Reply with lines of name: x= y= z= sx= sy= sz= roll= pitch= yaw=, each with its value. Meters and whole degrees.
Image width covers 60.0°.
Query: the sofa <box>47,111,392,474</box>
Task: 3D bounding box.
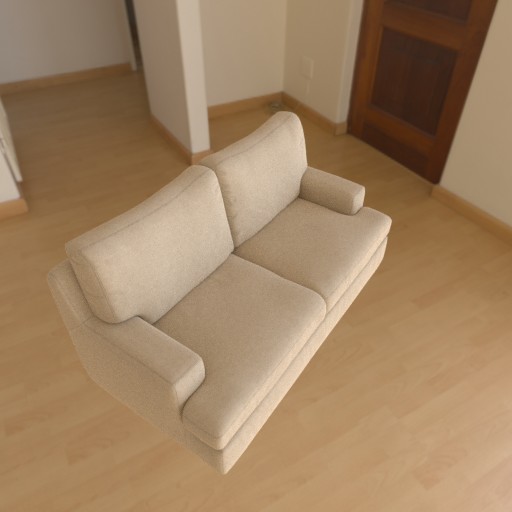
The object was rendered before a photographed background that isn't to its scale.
sofa: x=0.000 y=0.000 z=2.484 sx=0.962 sy=0.967 sz=1.885 roll=24 pitch=46 yaw=26
